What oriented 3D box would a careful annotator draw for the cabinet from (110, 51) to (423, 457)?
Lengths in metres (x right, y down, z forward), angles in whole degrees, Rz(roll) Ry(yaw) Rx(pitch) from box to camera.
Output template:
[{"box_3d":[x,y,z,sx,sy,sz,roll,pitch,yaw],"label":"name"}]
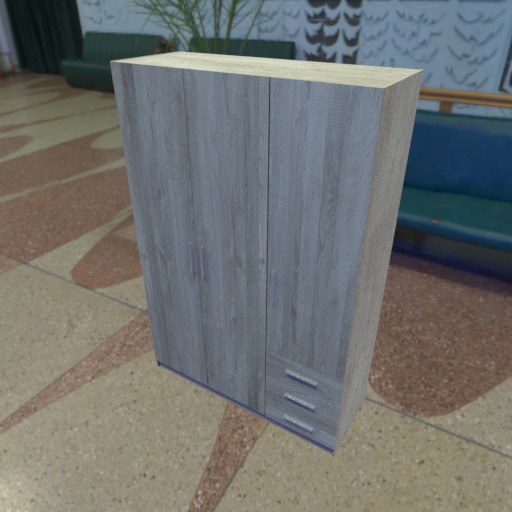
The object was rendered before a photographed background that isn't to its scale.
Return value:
[{"box_3d":[0.000,0.000,2.398,1.290,1.910,0.510,18,35,27],"label":"cabinet"}]
